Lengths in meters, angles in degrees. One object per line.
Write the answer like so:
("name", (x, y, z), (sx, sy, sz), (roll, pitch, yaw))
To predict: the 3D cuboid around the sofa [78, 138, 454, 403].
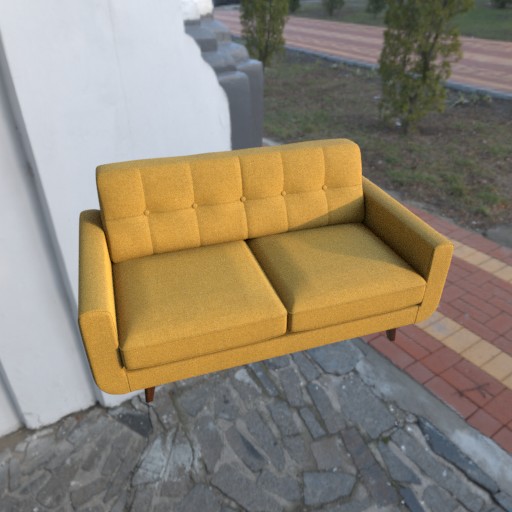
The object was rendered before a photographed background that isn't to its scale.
("sofa", (0.000, 0.000, 2.214), (1.631, 0.841, 0.909), (-10, 34, -15))
